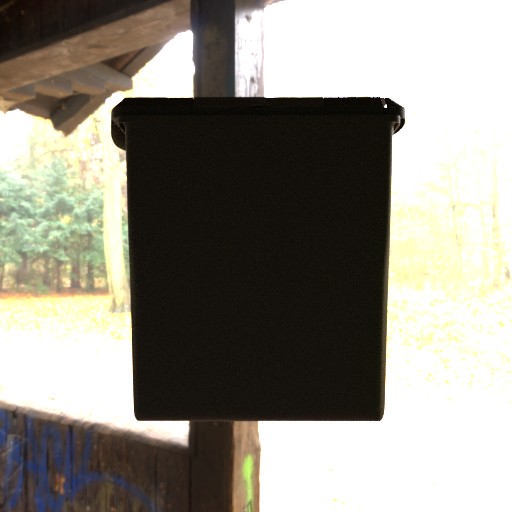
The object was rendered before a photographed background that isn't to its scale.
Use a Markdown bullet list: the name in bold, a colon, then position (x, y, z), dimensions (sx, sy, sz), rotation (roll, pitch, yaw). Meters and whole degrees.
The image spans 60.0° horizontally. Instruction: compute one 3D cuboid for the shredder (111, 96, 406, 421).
- **shredder**: position (0.000, 0.000, 0.520), dimensions (0.320, 0.335, 0.170), rotation (0, -1, 0)
